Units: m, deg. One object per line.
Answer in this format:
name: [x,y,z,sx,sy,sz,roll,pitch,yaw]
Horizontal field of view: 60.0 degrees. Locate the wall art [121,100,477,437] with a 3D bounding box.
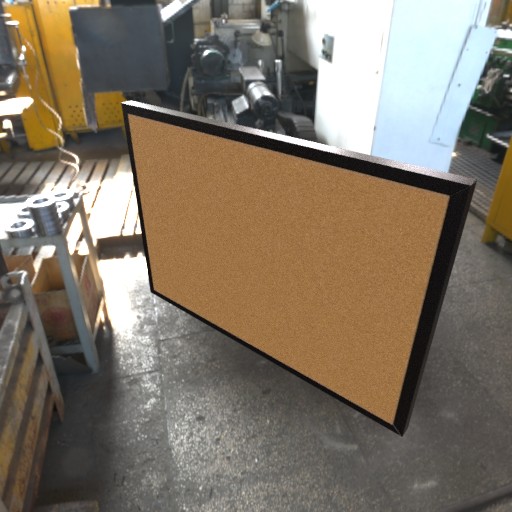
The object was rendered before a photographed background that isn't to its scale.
wall art: [0.000,0.000,0.816,0.657,0.458,0.027,23,38,32]
